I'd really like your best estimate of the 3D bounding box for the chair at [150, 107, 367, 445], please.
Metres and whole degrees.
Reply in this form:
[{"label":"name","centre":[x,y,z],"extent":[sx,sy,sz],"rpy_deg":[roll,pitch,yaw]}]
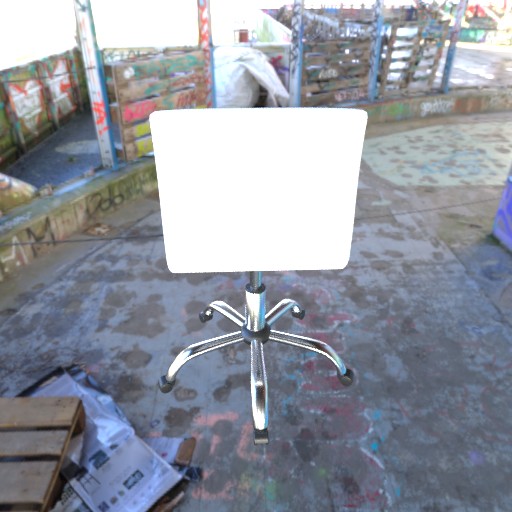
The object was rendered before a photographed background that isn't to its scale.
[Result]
[{"label":"chair","centre":[0.000,0.000,1.114],"extent":[0.556,0.780,0.530],"rpy_deg":[-1,30,-2]}]
